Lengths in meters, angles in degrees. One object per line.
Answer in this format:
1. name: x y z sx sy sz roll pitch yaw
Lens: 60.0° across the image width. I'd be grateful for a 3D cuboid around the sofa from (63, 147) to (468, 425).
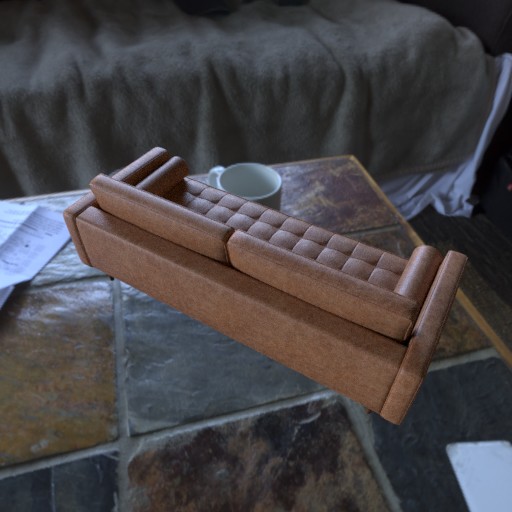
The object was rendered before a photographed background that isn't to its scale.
1. sofa: 0.000 0.000 2.665 2.200 0.770 0.919 23 49 21
